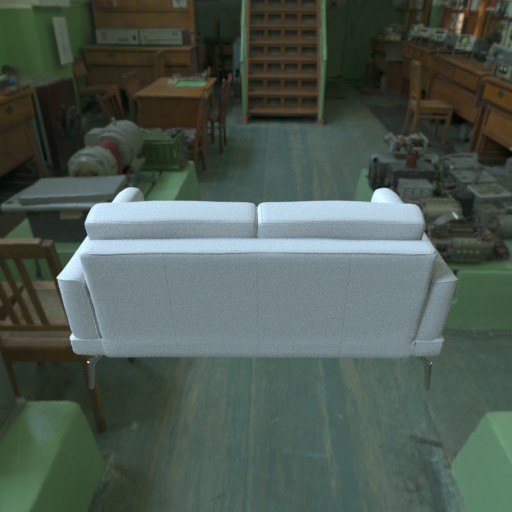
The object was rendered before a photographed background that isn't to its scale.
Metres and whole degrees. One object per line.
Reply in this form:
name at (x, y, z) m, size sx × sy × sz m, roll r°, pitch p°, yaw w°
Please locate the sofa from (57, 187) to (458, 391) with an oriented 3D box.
sofa at (0.000, 0.000, 2.465) m, size 1.819 × 0.930 × 1.121 m, roll 0°, pitch 30°, yaw 0°
